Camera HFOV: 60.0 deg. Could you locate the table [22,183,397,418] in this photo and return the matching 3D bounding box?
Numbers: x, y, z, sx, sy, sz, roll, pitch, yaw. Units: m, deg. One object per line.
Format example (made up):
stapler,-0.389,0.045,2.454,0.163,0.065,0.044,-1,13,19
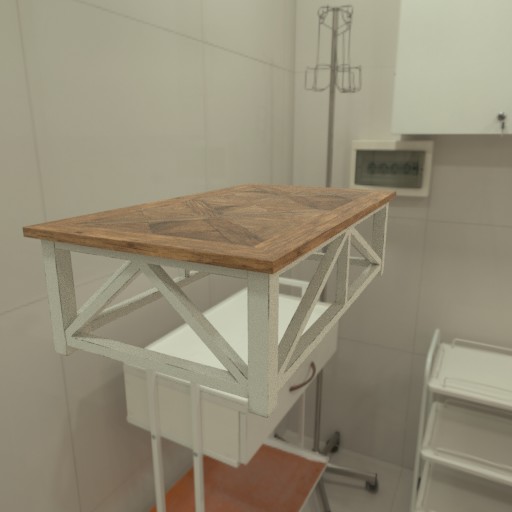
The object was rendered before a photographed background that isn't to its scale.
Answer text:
table,0.000,0.000,1.758,0.800,0.410,1.400,8,17,26
